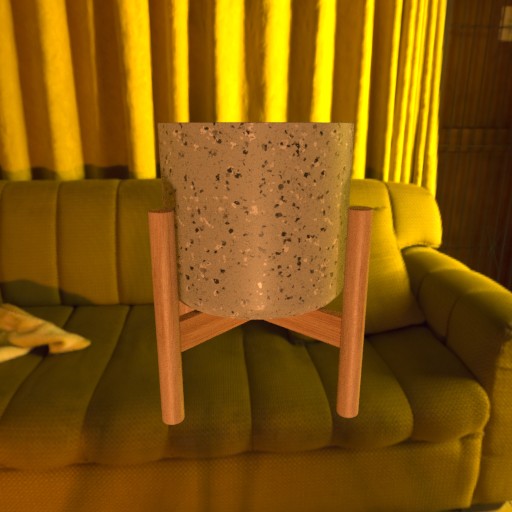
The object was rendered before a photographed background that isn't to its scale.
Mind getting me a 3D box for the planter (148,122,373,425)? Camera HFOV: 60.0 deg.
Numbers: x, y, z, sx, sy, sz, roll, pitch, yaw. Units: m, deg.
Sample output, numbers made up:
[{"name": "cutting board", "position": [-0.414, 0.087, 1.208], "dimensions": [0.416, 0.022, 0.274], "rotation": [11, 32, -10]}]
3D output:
[{"name": "planter", "position": [0.000, 0.000, 0.557], "dimensions": [0.284, 0.320, 0.284], "rotation": [-8, 18, -25]}]
